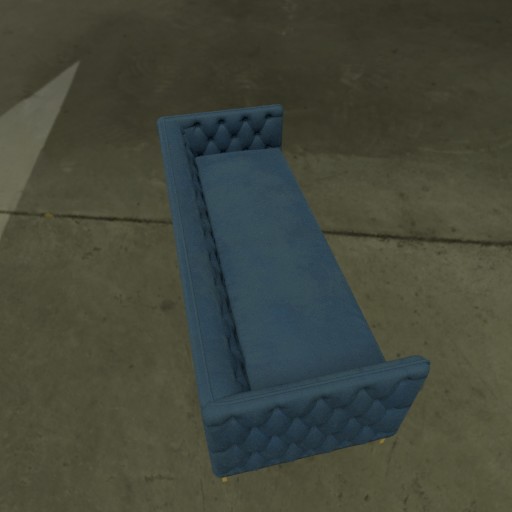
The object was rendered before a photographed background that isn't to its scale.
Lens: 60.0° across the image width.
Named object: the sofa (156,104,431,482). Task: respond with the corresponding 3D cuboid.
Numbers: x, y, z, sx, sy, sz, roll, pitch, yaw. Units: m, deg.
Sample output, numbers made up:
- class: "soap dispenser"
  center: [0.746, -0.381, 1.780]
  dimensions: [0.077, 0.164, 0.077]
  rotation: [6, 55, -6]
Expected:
- class: "sofa"
  center: [0.000, 0.000, 2.595]
  dimensions: [0.895, 0.771, 2.209]
  rotation: [-9, 46, -9]
